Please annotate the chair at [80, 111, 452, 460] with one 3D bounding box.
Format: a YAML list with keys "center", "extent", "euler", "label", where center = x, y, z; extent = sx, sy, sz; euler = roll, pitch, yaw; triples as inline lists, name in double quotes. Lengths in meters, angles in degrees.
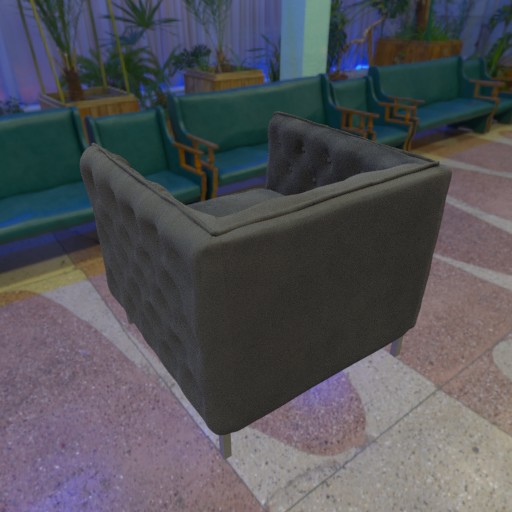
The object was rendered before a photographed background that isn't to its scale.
- center: [0.000, 0.000, 1.654]
  extent: [0.946, 0.807, 0.913]
  euler: [-19, 36, -29]
  label: "chair"
